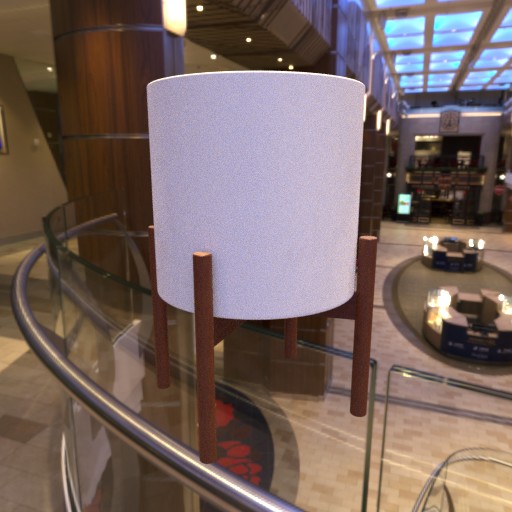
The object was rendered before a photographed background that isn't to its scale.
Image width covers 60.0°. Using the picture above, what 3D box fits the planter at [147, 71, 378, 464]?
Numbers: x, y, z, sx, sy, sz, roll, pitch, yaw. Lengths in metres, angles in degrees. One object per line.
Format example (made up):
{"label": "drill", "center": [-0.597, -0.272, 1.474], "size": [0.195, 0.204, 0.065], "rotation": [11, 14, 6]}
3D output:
{"label": "planter", "center": [0.000, 0.000, 0.946], "size": [0.417, 0.670, 0.417], "rotation": [-6, 15, -25]}
